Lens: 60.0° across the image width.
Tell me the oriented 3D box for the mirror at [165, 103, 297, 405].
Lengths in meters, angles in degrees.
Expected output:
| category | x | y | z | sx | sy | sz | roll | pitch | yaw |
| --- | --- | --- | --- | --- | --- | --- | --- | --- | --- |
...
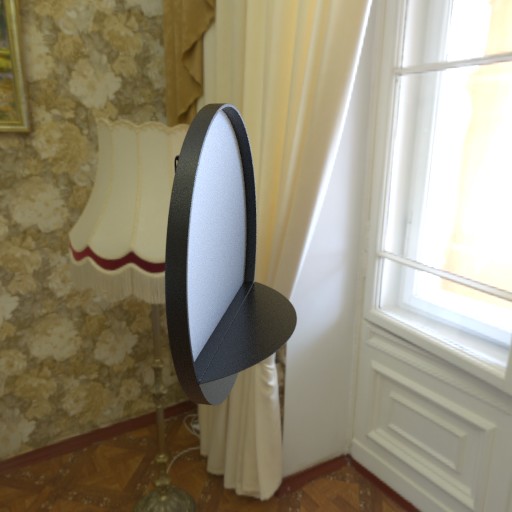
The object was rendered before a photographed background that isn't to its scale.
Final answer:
| category | x | y | z | sx | sy | sz | roll | pitch | yaw |
| --- | --- | --- | --- | --- | --- | --- | --- | --- | --- |
| mirror | 0.000 | 0.000 | 0.701 | 0.133 | 0.457 | 0.457 | 3 | 16 | 9 |
